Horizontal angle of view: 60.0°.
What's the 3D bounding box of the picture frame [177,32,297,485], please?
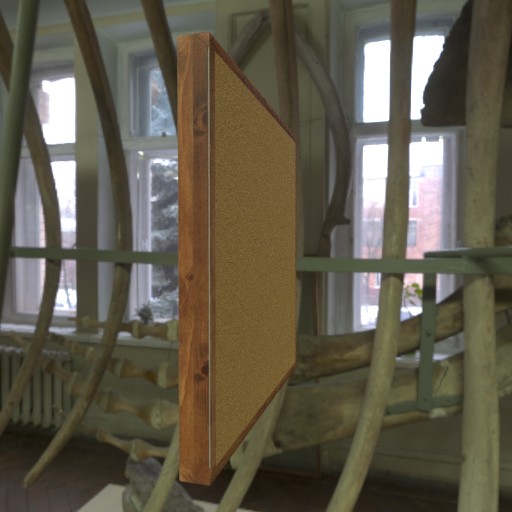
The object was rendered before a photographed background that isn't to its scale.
[{"bbox_3d":[0.000,0.000,0.519,0.028,0.356,0.352,0,2,16],"label":"picture frame"}]
